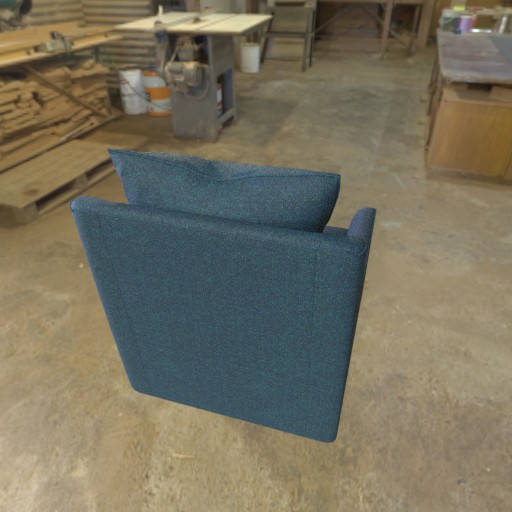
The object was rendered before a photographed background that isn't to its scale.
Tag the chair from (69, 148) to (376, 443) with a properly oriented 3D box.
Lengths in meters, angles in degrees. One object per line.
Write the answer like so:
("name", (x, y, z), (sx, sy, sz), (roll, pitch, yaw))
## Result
("chair", (0.000, 0.000, 1.551), (0.750, 0.939, 0.870), (10, 35, 14))
